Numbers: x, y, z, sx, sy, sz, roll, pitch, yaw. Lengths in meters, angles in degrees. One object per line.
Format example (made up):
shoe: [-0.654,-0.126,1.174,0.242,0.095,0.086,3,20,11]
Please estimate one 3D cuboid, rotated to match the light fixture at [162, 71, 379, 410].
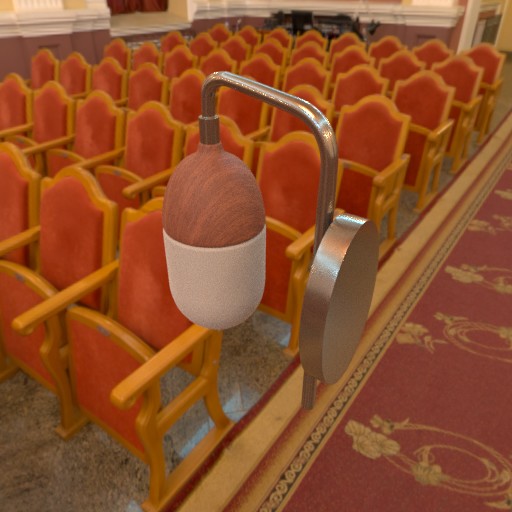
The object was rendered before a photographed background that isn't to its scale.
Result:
light fixture: [0.000,0.000,0.448,0.216,0.343,0.108,21,37,30]
